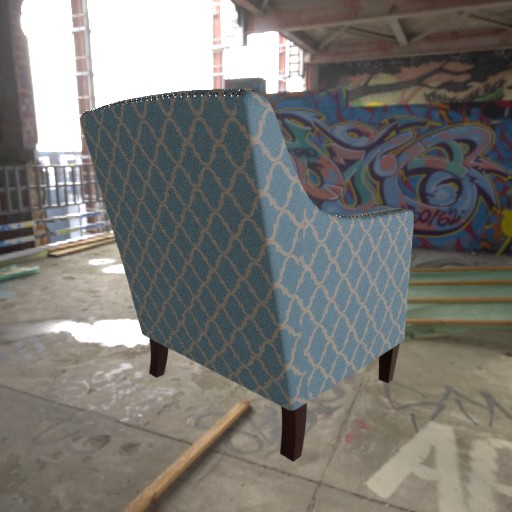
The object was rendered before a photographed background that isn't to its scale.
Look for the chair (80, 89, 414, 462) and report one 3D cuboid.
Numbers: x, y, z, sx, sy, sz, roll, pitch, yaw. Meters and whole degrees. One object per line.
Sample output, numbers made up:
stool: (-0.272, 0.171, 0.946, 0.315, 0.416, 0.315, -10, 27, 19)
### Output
chair: (0.000, 0.000, 1.263, 0.617, 0.817, 0.686, 13, 18, 43)
